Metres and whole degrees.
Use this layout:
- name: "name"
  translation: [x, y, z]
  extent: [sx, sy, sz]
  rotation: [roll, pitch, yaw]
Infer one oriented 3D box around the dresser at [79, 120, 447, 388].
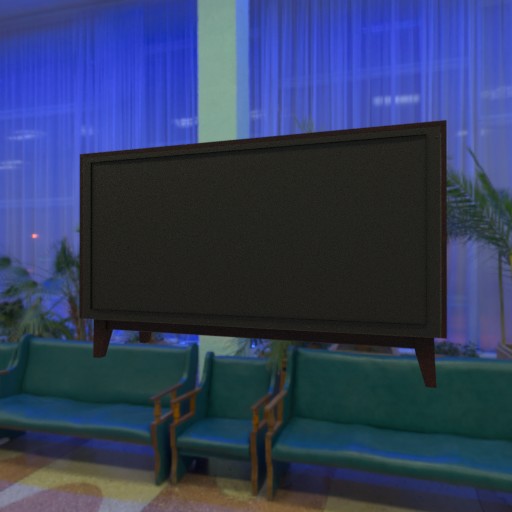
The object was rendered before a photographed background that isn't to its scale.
- name: "dresser"
  translation: [0.000, 0.000, 2.076]
  extent: [1.609, 0.971, 0.499]
  rotation: [0, 0, 19]
